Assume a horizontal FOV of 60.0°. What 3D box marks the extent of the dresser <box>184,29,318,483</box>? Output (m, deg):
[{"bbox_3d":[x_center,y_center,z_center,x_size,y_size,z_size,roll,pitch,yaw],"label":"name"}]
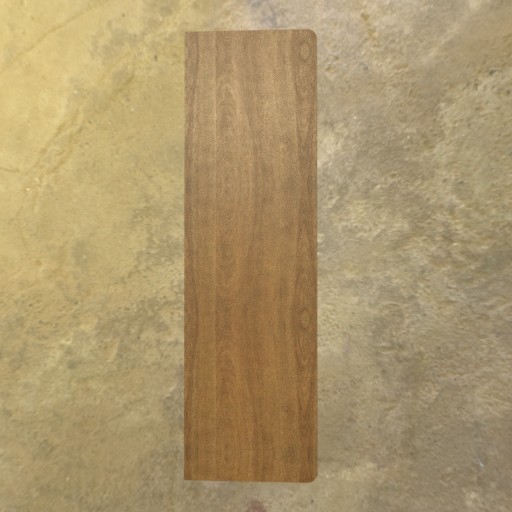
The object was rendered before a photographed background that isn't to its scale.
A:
[{"bbox_3d":[0.000,0.000,1.999,0.468,0.892,1.583,0,89,2],"label":"dresser"}]
